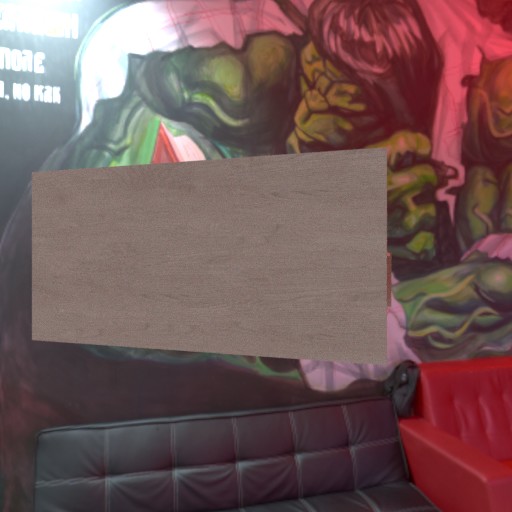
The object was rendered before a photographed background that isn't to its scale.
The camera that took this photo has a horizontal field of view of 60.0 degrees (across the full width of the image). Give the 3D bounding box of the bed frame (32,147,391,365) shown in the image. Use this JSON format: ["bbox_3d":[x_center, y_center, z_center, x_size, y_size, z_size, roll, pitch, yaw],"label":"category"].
[{"bbox_3d":[0.000,0.000,2.804,1.622,0.800,1.960,0,0,17],"label":"bed frame"}]
